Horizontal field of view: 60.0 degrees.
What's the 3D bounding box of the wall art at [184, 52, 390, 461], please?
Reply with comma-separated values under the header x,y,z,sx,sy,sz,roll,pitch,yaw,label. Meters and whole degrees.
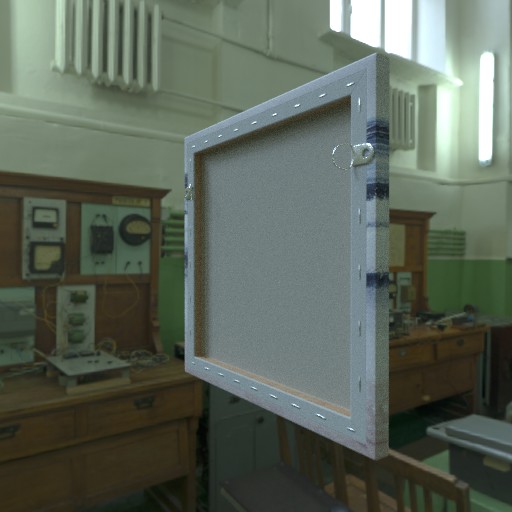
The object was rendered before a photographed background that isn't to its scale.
x,y,z,sx,sy,sz,roll,pitch,yaw,label
0.000,0.000,1.113,0.065,0.747,0.755,0,1,-36,wall art
